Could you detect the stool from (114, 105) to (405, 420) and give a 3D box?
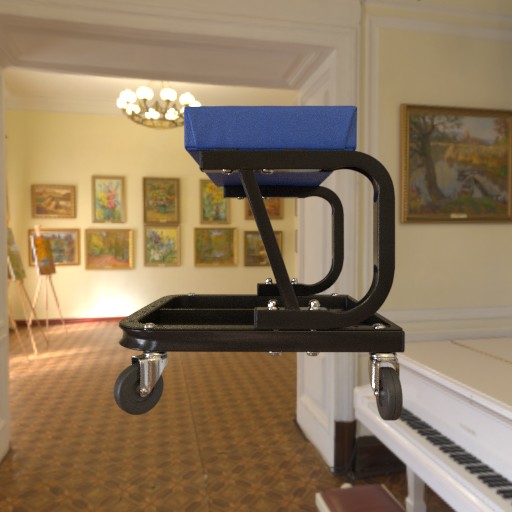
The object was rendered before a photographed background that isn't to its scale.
[{"bbox_3d":[0.000,0.000,0.723,0.371,0.380,0.446,0,2,1],"label":"stool"}]
